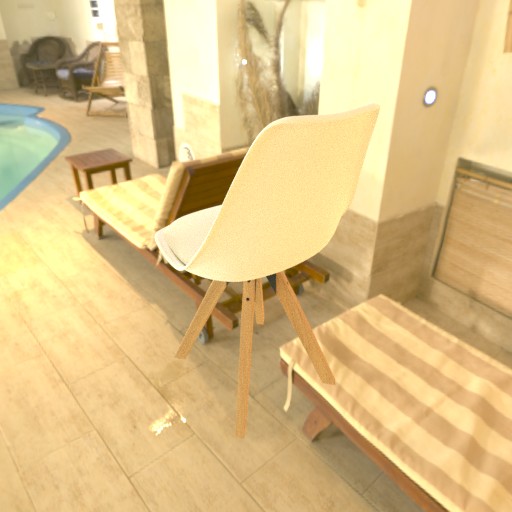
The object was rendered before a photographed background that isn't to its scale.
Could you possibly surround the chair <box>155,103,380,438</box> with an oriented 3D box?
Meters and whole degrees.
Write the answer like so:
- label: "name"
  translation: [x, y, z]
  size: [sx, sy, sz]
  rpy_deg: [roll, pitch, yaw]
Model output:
- label: "chair"
  translation: [0.000, 0.000, 1.195]
  size: [0.485, 0.849, 0.550]
  rpy_deg: [-19, 35, -30]
